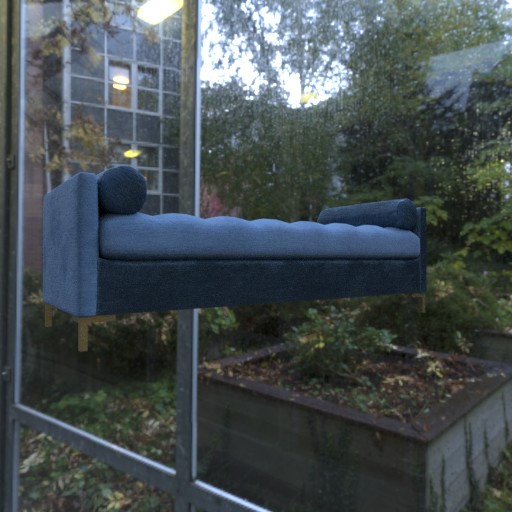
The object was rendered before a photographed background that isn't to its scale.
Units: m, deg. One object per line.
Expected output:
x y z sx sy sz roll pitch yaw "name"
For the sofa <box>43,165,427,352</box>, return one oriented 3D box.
0.000 0.000 2.495 2.102 0.705 0.796 0 0 -34 "sofa"
